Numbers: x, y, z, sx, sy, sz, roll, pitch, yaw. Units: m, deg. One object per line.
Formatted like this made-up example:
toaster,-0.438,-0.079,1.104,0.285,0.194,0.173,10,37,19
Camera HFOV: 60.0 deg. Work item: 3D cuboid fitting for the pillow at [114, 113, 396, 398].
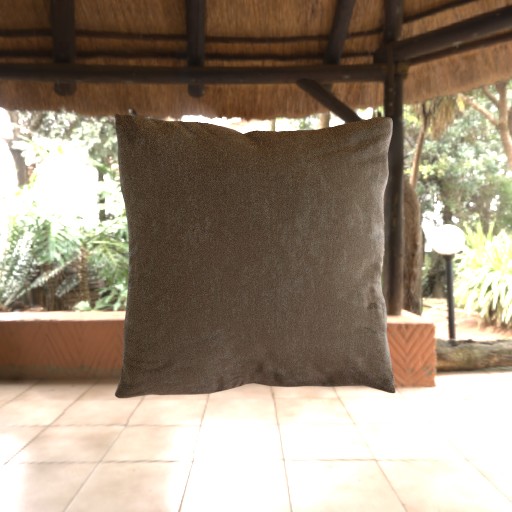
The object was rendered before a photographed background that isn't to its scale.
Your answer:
pillow,0.000,0.000,0.714,0.450,0.448,0.245,0,1,-2
